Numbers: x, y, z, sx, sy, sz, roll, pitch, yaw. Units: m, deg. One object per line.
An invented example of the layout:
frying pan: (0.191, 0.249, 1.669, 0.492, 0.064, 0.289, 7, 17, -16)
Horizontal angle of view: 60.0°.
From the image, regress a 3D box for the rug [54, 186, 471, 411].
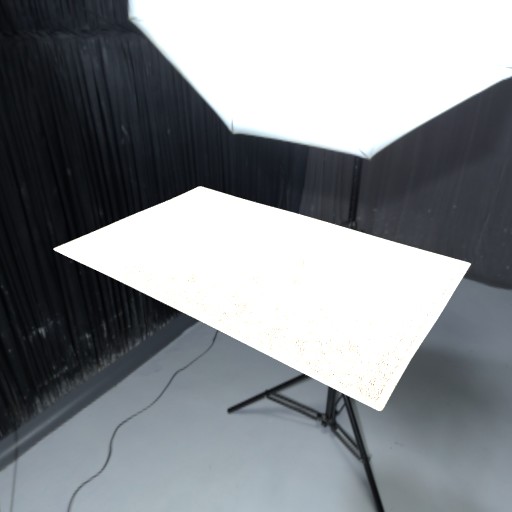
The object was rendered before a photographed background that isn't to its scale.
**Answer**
rug: (0.000, 0.000, 3.039, 2.435, 0.012, 1.529, 20, 35, 31)
